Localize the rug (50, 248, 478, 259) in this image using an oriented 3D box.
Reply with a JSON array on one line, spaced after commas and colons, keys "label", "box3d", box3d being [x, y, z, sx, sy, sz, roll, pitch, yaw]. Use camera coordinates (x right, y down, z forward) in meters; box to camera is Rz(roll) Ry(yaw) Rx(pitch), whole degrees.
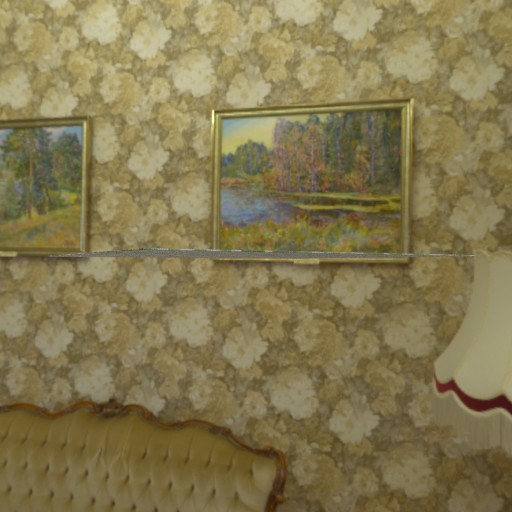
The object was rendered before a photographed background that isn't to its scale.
[{"label": "rug", "box3d": [0.000, 0.000, 4.012, 3.045, 0.007, 2.436, 1, -1, -35]}]
